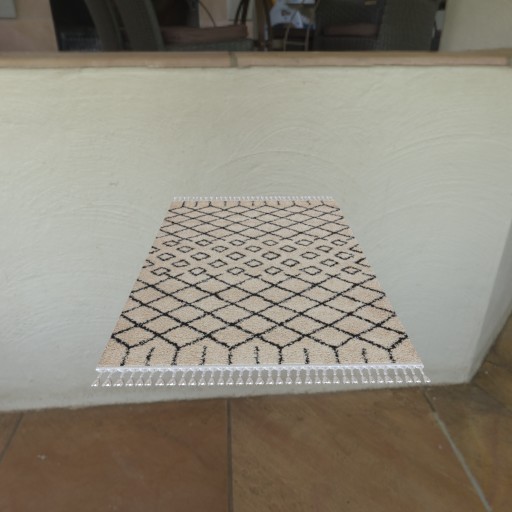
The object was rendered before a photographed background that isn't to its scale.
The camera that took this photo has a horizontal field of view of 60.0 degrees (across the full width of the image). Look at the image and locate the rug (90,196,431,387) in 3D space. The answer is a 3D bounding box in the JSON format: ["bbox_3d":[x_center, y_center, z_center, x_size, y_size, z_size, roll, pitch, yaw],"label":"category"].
[{"bbox_3d":[0.000,0.000,2.437,1.196,0.008,2.006,0,26,-1],"label":"rug"}]
